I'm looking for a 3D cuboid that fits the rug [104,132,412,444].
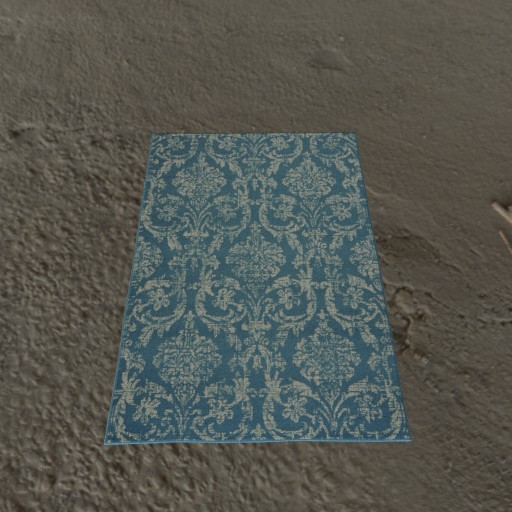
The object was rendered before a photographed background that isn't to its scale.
[{"bbox_3d":[0.000,0.000,2.808,1.554,0.012,2.205,-1,59,0],"label":"rug"}]
